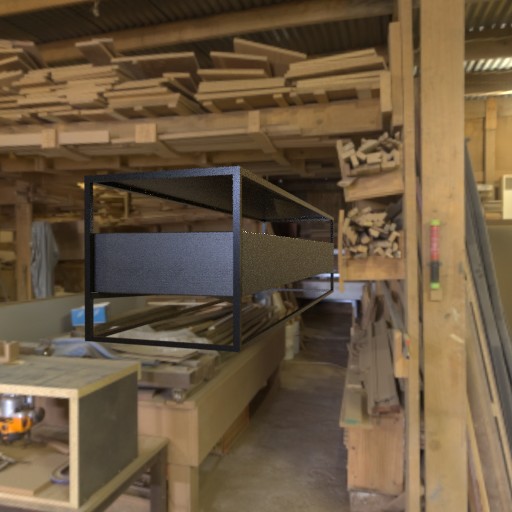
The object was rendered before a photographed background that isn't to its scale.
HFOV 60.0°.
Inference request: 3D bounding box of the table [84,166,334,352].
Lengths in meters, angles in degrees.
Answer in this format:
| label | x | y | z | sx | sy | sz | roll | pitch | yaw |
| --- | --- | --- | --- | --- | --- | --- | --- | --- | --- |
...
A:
| label | x | y | z | sx | sy | sz | roll | pitch | yaw |
| --- | --- | --- | --- | --- | --- | --- | --- | --- | --- |
| table | 0.000 | 0.000 | 1.707 | 0.399 | 0.395 | 1.486 | 0 | 1 | 18 |
